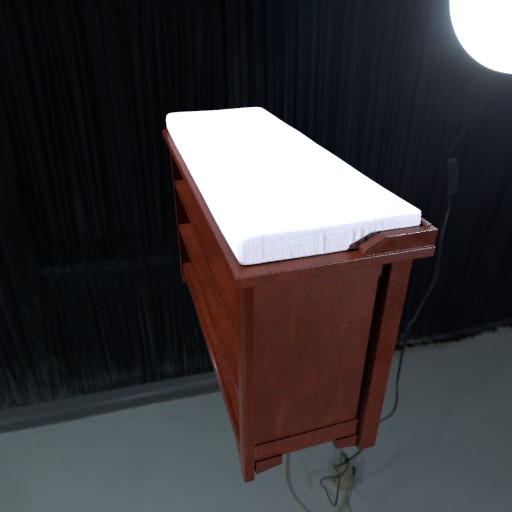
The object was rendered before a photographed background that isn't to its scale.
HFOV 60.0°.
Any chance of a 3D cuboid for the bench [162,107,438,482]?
[{"bbox_3d":[0.000,0.000,1.284,0.369,0.646,0.987,-9,31,-15],"label":"bench"}]
